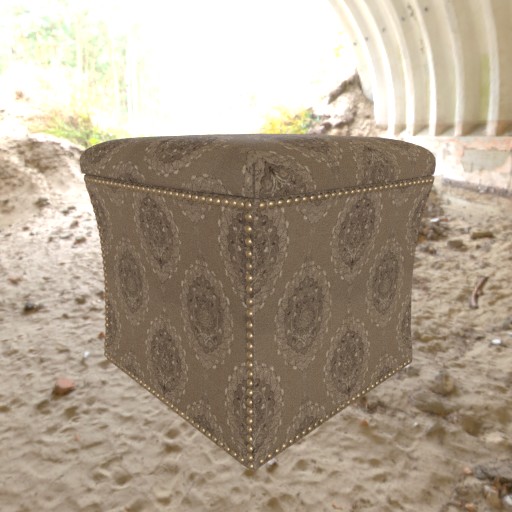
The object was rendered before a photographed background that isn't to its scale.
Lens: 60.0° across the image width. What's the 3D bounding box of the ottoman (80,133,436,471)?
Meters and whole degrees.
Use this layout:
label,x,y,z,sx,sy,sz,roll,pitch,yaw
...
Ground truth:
label,x,y,z,sx,sy,sz,roll,pitch,yaw
ottoman,0.000,0.000,0.889,0.497,0.473,0.507,-14,21,-42
